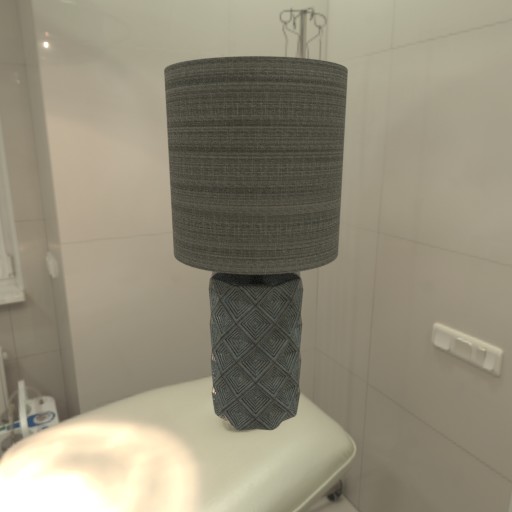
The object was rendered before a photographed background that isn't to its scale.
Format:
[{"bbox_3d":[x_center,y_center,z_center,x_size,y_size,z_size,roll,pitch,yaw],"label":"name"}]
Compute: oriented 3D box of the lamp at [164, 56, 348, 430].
[{"bbox_3d":[0.000,0.000,0.733,0.268,0.566,0.269,-8,17,-27],"label":"lamp"}]
